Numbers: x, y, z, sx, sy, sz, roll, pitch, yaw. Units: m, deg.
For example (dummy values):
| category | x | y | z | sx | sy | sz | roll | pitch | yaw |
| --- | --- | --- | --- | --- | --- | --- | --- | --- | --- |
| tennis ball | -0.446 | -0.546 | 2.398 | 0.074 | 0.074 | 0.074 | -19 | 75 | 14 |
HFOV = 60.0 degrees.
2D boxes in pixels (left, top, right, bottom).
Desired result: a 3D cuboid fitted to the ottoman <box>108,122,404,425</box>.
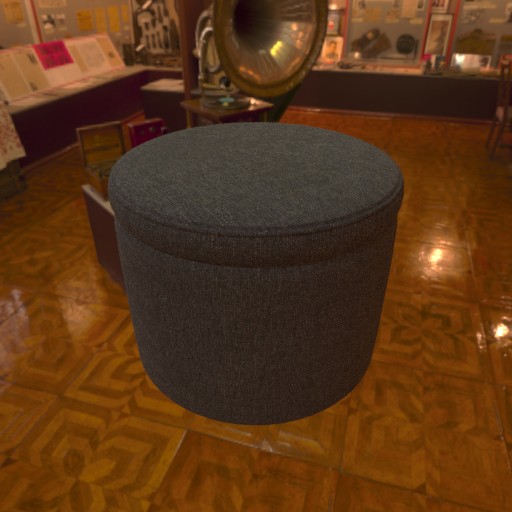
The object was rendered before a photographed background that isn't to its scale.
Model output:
| category | x | y | z | sx | sy | sz | roll | pitch | yaw |
| --- | --- | --- | --- | --- | --- | --- | --- | --- | --- |
| ottoman | 0.000 | 0.000 | 0.897 | 0.520 | 0.430 | 0.520 | 0 | 32 | 0 |
